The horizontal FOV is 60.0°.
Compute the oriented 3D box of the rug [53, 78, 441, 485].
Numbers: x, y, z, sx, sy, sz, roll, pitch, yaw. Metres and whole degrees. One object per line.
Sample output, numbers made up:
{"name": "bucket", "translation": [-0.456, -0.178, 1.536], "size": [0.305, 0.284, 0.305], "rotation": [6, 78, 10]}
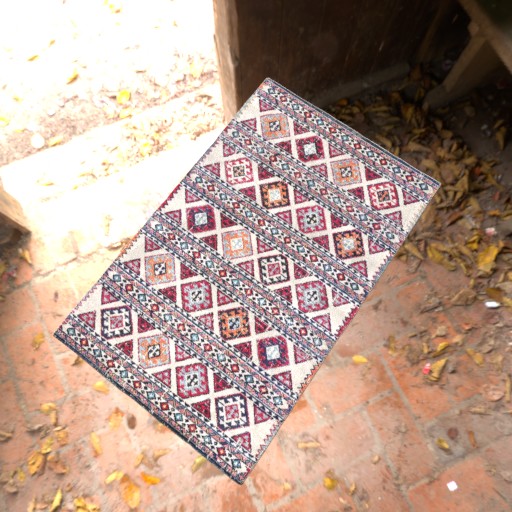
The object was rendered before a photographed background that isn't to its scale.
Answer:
{"name": "rug", "translation": [0.000, 0.000, 3.044], "size": [1.545, 0.010, 2.440], "rotation": [35, 77, 9]}
